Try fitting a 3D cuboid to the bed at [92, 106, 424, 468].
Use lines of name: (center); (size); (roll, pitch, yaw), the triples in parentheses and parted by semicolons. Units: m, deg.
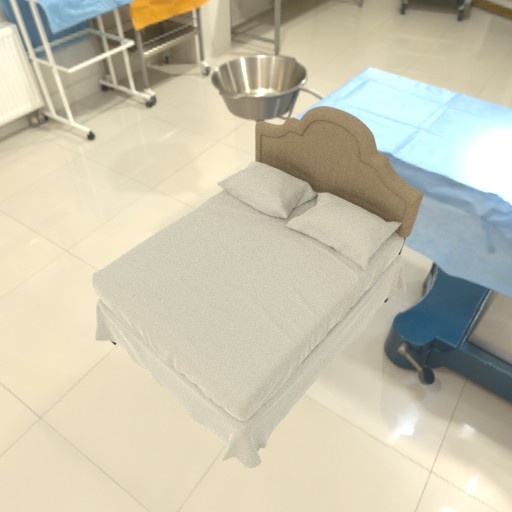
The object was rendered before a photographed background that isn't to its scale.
bed: (0.000, 0.000, 3.383); (1.780, 1.634, 2.222); (32, 54, 27)
